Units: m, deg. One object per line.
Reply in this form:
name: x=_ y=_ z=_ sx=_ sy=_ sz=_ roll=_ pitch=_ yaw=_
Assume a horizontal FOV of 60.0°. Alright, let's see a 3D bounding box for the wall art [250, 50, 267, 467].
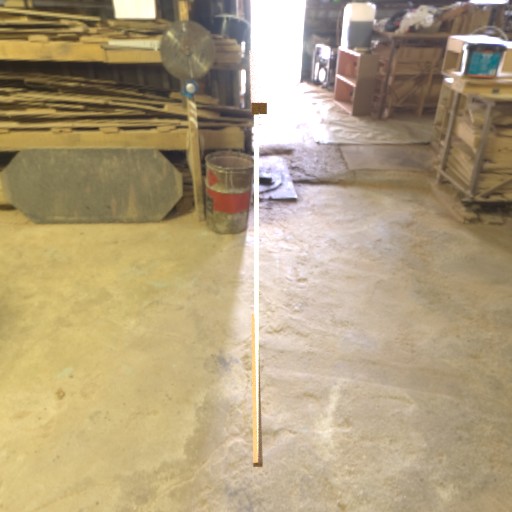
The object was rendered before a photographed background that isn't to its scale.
wall art: x=0.000 y=0.000 z=1.923 sx=0.040 sy=1.510 sz=0.991 roll=-1 pitch=32 yaw=-1
